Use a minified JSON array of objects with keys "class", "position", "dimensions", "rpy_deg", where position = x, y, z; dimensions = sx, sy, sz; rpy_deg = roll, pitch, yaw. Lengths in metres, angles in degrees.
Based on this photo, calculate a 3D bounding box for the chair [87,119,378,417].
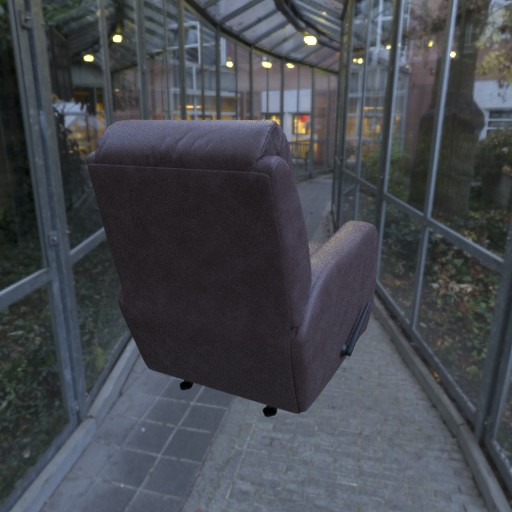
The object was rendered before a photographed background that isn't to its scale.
[{"class":"chair","position":[0.000,0.000,1.824],"dimensions":[0.865,1.067,1.067],"rpy_deg":[8,18,26]}]
